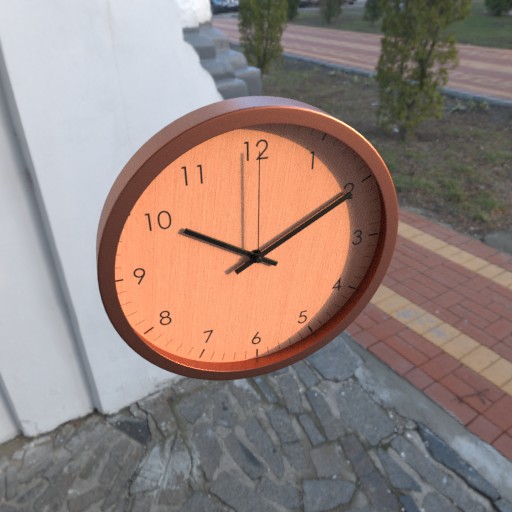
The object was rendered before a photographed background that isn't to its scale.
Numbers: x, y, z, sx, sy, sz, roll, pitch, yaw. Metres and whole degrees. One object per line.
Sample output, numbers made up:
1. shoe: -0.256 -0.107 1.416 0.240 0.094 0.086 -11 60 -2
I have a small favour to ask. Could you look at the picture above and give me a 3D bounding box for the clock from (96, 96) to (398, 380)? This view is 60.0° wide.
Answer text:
1. clock: 0.000 0.000 0.462 0.313 0.313 0.040 -10 33 -16
